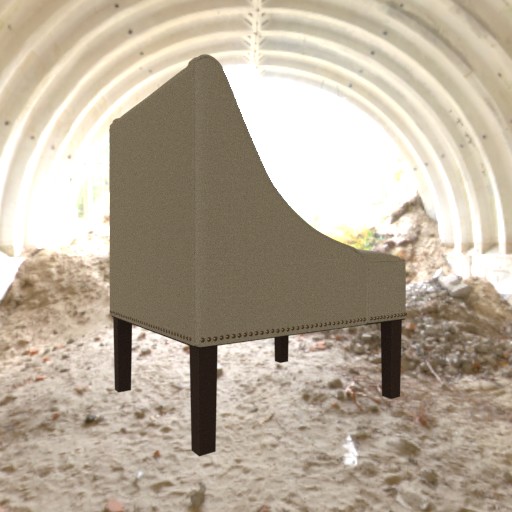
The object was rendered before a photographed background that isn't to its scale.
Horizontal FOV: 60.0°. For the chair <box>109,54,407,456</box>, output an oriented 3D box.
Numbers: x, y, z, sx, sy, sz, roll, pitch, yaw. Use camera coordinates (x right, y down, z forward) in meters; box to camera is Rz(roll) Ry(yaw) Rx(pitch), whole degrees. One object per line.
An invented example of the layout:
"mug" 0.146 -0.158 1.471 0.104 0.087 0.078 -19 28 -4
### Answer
"chair" 0.000 0.000 1.381 0.737 0.864 0.610 0 0 -35
